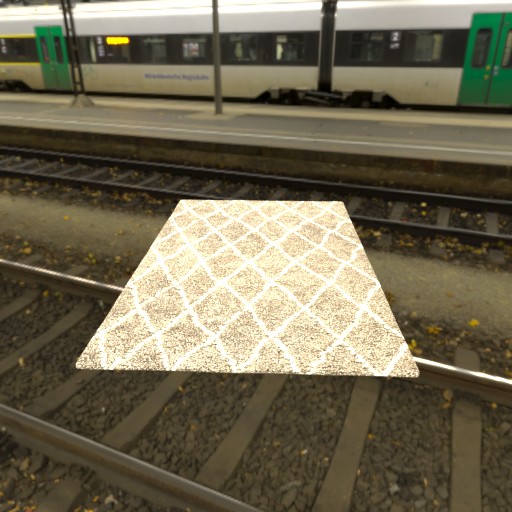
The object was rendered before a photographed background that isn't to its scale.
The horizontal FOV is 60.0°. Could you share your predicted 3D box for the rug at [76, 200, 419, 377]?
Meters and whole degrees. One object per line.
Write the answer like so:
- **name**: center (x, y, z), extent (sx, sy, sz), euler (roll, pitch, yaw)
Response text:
- **rug**: center (0.000, 0.000, 3.053), extent (1.524, 0.030, 2.438), euler (1, 25, 2)
